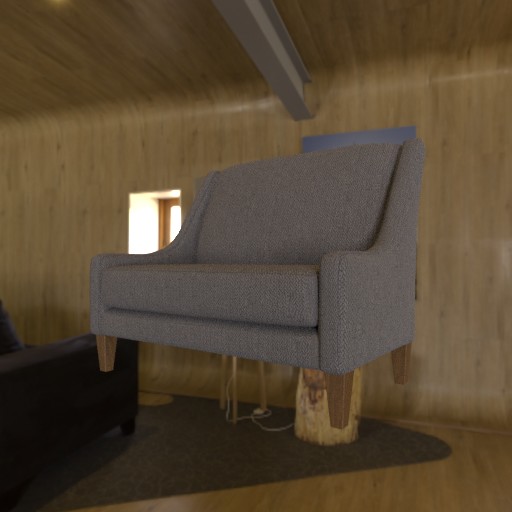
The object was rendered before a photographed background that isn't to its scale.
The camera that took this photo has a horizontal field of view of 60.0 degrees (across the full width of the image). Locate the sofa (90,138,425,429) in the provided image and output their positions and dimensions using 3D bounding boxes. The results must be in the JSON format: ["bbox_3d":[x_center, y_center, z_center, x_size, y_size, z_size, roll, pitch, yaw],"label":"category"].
[{"bbox_3d":[0.000,0.000,1.942,1.242,1.022,0.873,0,0,36],"label":"sofa"}]
